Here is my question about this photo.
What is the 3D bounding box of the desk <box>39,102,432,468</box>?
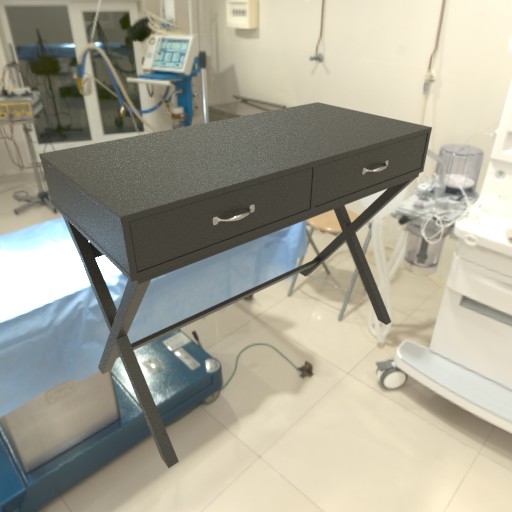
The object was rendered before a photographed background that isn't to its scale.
[{"bbox_3d":[0.000,0.000,1.485,1.057,0.780,0.525,-22,37,-33],"label":"desk"}]
